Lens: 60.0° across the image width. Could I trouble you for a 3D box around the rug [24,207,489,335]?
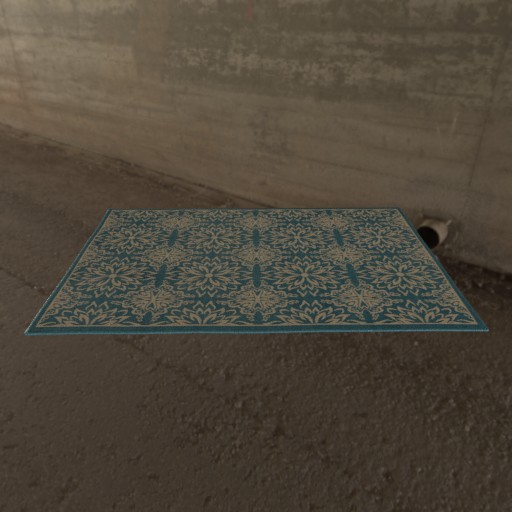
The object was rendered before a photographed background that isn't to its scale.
[{"bbox_3d":[0.000,0.000,2.270,1.833,0.012,1.211,0,30,-1],"label":"rug"}]
